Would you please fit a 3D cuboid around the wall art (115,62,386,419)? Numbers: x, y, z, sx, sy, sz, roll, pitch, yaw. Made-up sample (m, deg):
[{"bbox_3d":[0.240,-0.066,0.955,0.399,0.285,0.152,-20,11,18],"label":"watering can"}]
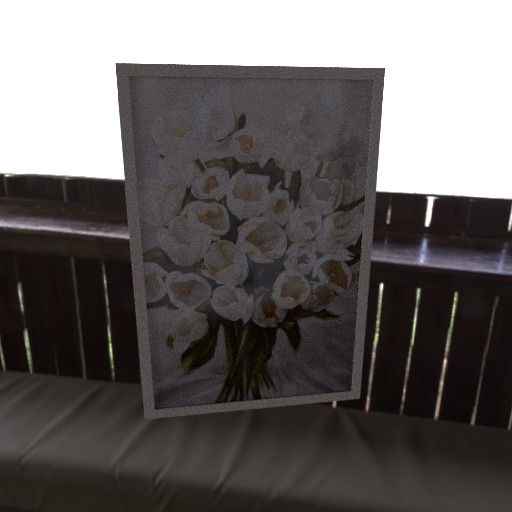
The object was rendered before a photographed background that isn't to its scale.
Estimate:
[{"bbox_3d":[0.000,0.000,1.214,0.660,0.965,0.015,-3,17,-9],"label":"wall art"}]
